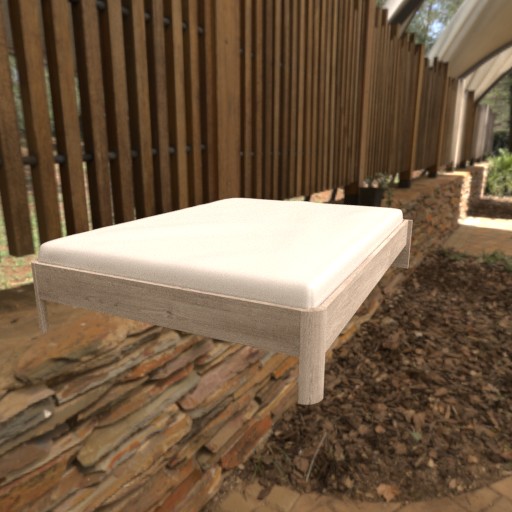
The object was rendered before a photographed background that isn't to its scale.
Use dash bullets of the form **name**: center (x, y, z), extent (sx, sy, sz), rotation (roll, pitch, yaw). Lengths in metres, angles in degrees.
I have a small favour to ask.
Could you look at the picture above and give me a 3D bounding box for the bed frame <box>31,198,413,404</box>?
- **bed frame**: center (0.000, 0.000, 2.628), extent (1.490, 0.462, 1.950), rotation (7, 16, 26)
